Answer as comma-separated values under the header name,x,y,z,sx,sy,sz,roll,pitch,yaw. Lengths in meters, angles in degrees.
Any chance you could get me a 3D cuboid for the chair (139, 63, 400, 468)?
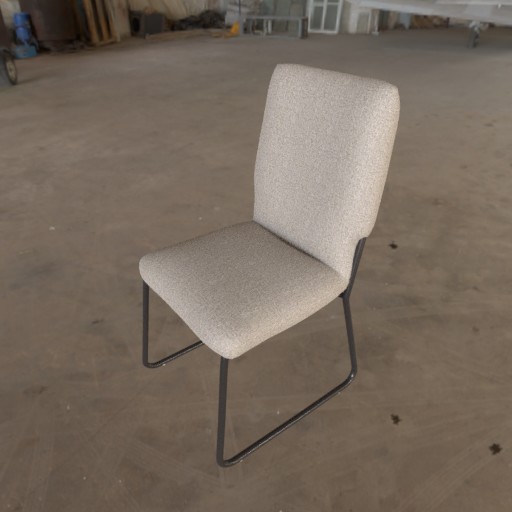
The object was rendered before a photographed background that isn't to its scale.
name,x,y,z,sx,sy,sz,roll,pitch,yaw
chair,0.000,0.000,1.167,0.560,0.864,0.448,-22,38,-31
